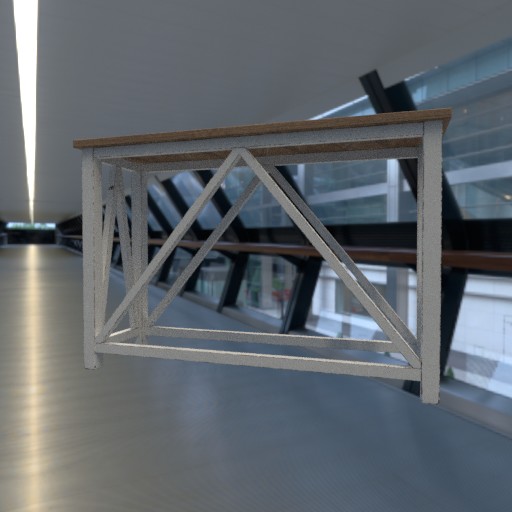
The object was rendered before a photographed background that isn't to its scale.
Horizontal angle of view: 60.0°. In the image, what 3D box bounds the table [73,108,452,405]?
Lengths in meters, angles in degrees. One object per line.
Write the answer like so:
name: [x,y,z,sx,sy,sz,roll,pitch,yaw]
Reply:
table: [0.000,0.000,1.794,1.400,0.930,0.450,0,2,18]
